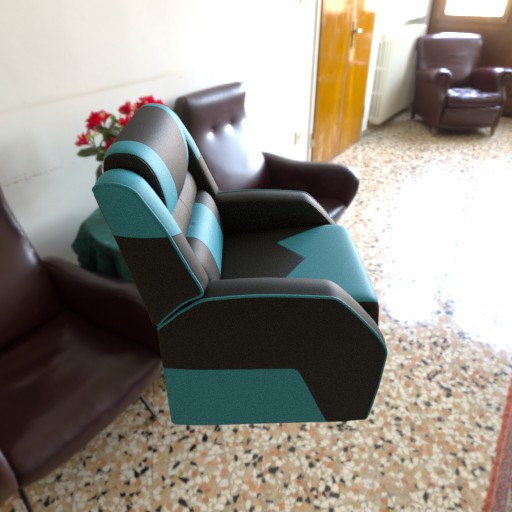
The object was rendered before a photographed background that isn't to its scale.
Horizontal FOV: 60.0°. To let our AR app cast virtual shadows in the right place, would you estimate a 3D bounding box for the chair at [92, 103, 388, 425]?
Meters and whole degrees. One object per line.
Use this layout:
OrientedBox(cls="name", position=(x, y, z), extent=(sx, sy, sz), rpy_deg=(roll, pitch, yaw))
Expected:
OrientedBox(cls="chair", position=(0.000, 0.000, 1.320), extent=(0.672, 0.805, 0.620), rpy_deg=(-1, 32, -1))
